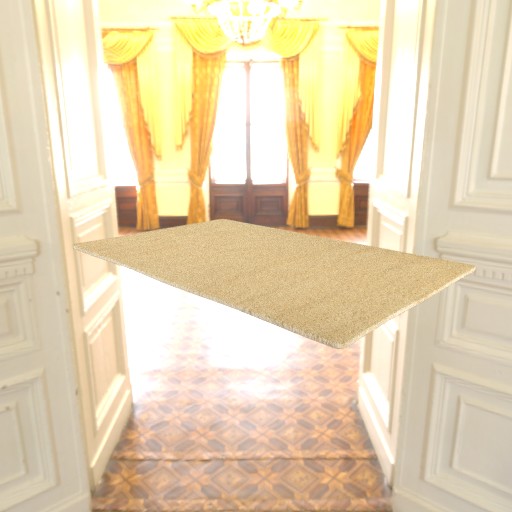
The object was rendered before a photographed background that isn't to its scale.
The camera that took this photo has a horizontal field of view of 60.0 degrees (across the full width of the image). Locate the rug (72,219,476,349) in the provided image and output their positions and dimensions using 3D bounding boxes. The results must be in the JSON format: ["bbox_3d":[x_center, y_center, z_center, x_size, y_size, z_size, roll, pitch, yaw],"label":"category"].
[{"bbox_3d":[0.000,0.000,2.988,2.349,0.026,1.500,14,20,42],"label":"rug"}]
